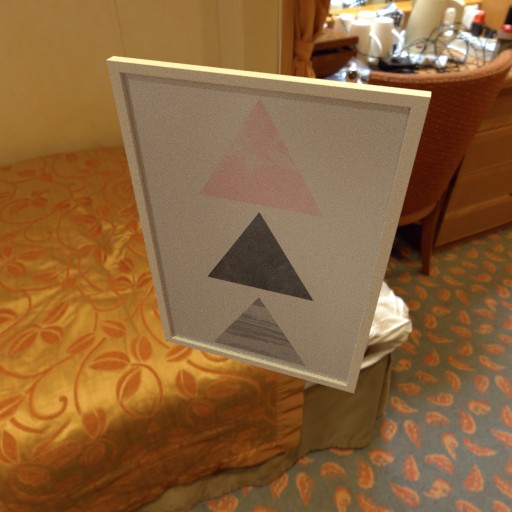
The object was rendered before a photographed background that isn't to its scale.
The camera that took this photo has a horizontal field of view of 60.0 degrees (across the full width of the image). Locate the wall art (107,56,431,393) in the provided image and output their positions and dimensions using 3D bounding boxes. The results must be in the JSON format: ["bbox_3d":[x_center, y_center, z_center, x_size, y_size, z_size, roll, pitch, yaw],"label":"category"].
[{"bbox_3d":[0.000,0.000,0.542,0.303,0.433,0.013,12,42,14],"label":"wall art"}]
